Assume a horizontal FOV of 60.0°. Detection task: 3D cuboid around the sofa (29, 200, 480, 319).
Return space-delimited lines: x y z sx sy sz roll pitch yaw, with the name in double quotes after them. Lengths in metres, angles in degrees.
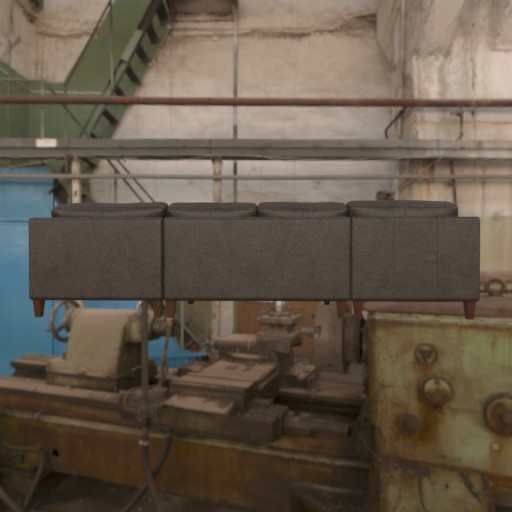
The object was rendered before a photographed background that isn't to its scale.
0.000 0.000 4.464 3.324 0.891 2.452 0 1 2 "sofa"
